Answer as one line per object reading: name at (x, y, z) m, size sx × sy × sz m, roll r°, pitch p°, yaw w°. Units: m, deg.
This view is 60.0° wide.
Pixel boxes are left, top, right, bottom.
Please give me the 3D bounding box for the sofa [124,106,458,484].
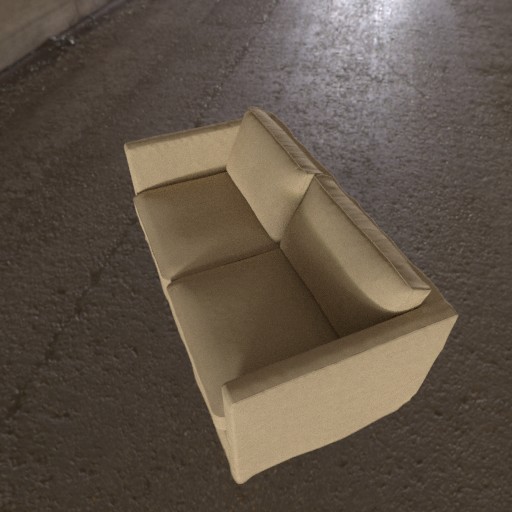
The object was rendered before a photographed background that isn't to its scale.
sofa at (0.000, 0.000, 2.268) m, size 0.962 × 0.835 × 1.719 m, roll -17°, pitch 48°, yaw -16°
